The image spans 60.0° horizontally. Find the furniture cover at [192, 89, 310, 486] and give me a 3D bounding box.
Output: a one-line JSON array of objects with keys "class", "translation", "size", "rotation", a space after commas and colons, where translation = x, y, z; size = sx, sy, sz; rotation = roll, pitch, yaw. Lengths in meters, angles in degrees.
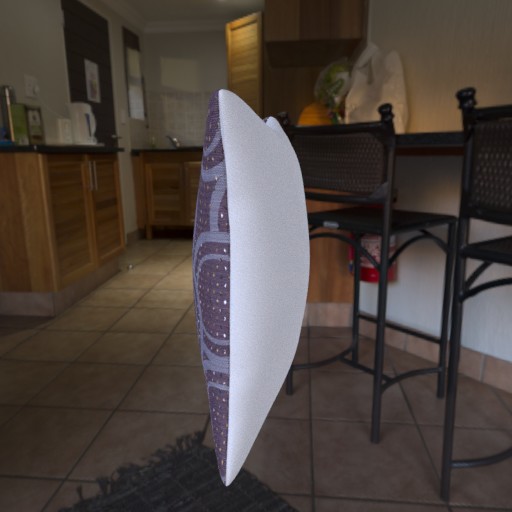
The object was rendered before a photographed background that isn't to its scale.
[{"class": "furniture cover", "translation": [0.000, 0.000, 0.799], "size": [0.193, 0.509, 0.552], "rotation": [2, 14, 8]}]
